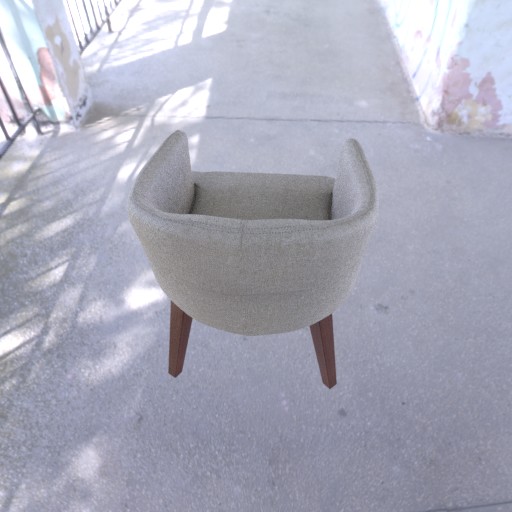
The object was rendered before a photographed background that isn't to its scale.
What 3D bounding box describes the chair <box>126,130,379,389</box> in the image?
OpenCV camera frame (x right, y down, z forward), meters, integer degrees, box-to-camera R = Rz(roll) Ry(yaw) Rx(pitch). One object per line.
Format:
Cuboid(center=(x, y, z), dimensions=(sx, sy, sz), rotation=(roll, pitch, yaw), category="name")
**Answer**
Cuboid(center=(0.000, 0.000, 1.292), dimensions=(0.583, 0.811, 0.655), rotation=(4, 48, 3), category="chair")
